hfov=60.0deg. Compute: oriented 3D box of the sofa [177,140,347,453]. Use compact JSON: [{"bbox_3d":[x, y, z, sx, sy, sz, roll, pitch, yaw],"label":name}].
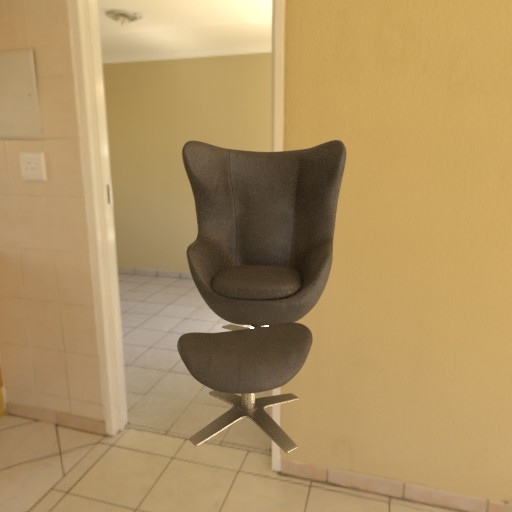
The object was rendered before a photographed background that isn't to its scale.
[{"bbox_3d":[0.000,0.000,2.205,0.894,1.135,1.444,1,13,6],"label":"sofa"}]
